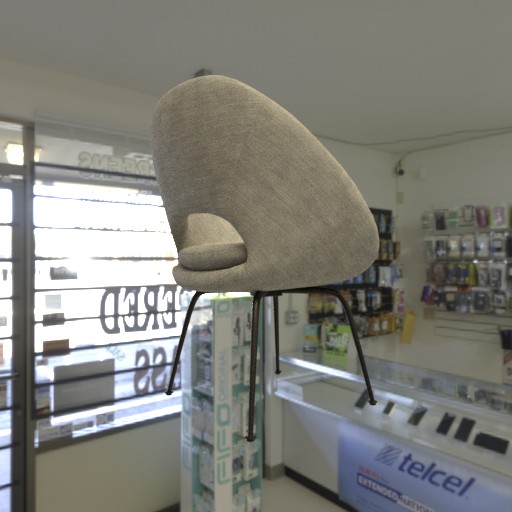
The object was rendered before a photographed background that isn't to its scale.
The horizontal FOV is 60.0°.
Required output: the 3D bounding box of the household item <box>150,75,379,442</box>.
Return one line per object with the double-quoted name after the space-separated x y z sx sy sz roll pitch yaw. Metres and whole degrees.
0.000 0.000 1.312 0.587 0.869 0.643 0 -1 -36 "household item"
